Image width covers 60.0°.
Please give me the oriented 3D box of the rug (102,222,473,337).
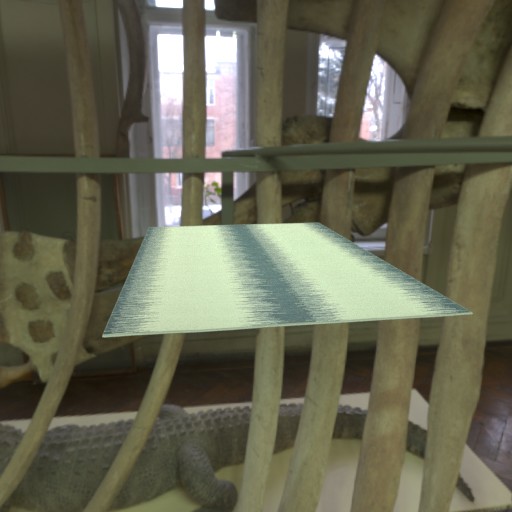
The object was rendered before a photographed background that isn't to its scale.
[{"bbox_3d":[0.000,0.000,2.318,1.234,0.006,1.854,-2,14,-9],"label":"rug"}]
